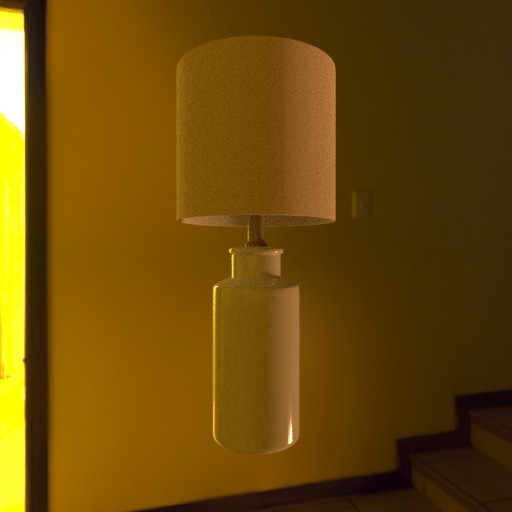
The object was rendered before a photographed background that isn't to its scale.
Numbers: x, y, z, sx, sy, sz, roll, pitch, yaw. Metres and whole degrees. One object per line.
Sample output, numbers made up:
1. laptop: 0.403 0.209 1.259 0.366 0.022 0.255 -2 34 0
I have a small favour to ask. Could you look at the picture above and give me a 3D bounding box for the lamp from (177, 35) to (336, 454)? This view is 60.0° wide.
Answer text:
1. lamp: 0.000 0.000 0.601 0.212 0.493 0.212 0 0 -35
